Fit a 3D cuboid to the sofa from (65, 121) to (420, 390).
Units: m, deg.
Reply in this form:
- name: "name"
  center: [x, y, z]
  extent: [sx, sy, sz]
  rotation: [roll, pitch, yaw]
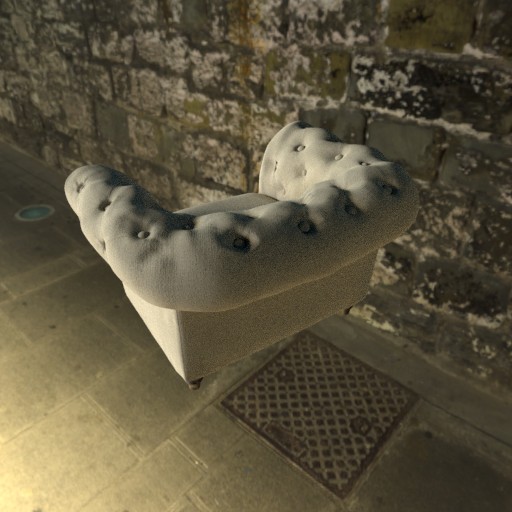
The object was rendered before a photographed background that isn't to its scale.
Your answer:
- name: "sofa"
  center: [0.000, 0.000, 2.060]
  extent: [1.405, 0.878, 1.034]
  rotation: [-20, 38, -28]
